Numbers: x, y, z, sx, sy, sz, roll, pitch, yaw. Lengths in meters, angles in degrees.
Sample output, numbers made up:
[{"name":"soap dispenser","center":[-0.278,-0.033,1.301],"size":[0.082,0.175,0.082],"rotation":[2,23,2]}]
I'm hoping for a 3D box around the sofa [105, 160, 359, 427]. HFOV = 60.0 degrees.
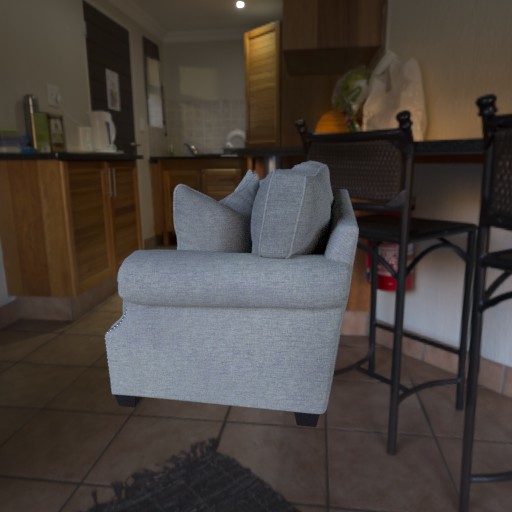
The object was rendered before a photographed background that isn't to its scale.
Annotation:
[{"name":"sofa","center":[0.000,0.000,2.354],"size":[0.966,0.966,1.701],"rotation":[2,13,10]}]
